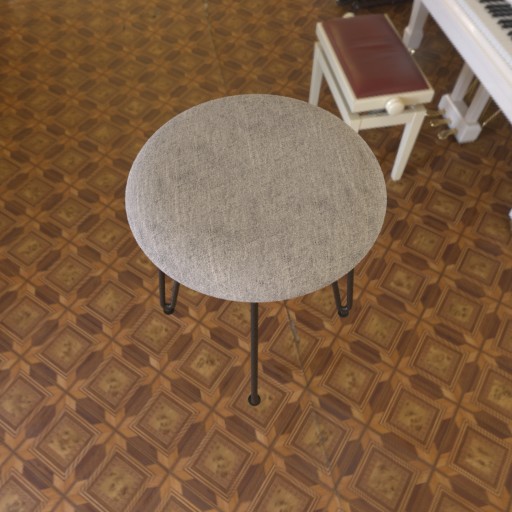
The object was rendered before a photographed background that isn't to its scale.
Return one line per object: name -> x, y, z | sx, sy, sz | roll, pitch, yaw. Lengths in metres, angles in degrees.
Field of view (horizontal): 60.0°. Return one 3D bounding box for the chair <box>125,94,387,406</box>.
chair -> 0.000, 0.000, 0.665 | 0.350, 0.386, 0.350 | 1, 58, 1
